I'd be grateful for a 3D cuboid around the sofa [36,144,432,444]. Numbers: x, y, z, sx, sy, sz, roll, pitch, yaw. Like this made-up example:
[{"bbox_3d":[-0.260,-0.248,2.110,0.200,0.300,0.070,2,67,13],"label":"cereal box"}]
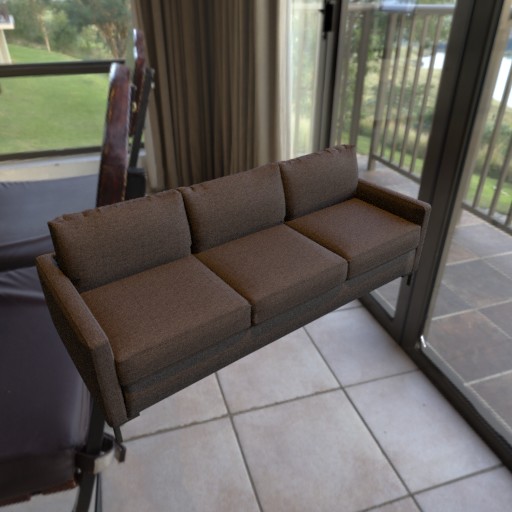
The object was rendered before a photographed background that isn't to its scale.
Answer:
[{"bbox_3d":[0.000,0.000,2.658,2.253,0.882,0.876,-21,37,-31],"label":"sofa"}]
